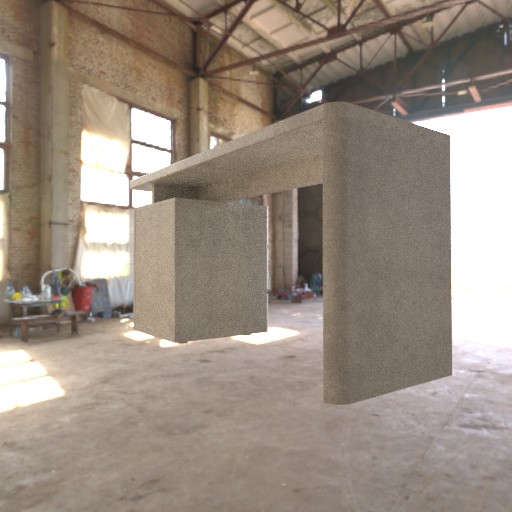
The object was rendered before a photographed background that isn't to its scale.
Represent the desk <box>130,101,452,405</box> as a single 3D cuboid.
[{"bbox_3d":[0.000,0.000,1.804,0.550,0.755,1.400,1,-1,-37],"label":"desk"}]
